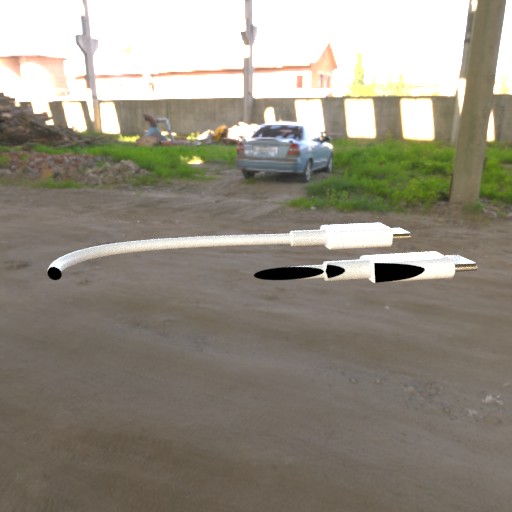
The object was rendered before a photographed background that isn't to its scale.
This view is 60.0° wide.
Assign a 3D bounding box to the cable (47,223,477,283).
[{"bbox_3d":[0.000,0.000,0.113,0.098,0.006,0.040,-3,17,-10],"label":"cable"}]
